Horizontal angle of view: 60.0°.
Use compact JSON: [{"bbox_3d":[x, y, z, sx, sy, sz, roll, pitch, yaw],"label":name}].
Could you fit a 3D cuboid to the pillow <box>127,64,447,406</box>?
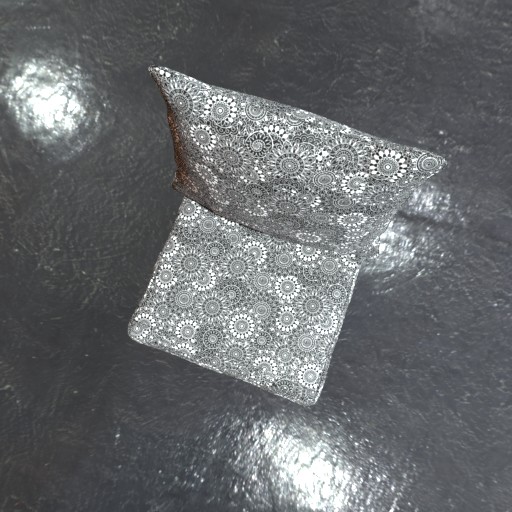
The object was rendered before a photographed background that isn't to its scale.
[{"bbox_3d":[0.000,0.000,1.343,0.798,0.722,0.740,20,77,5],"label":"pillow"}]
